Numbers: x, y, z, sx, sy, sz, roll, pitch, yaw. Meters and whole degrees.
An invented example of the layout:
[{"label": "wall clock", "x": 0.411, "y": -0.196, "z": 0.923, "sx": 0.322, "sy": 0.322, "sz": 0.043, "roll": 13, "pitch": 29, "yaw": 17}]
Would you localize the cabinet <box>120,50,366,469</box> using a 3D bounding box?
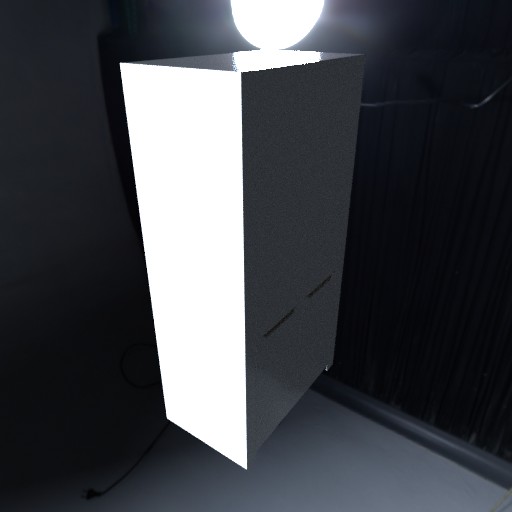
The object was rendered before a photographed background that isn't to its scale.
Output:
[{"label": "cabinet", "x": 0.000, "y": 0.000, "z": 2.350, "sx": 0.580, "sy": 1.920, "sz": 0.980, "roll": 19, "pitch": 33, "yaw": 31}]
